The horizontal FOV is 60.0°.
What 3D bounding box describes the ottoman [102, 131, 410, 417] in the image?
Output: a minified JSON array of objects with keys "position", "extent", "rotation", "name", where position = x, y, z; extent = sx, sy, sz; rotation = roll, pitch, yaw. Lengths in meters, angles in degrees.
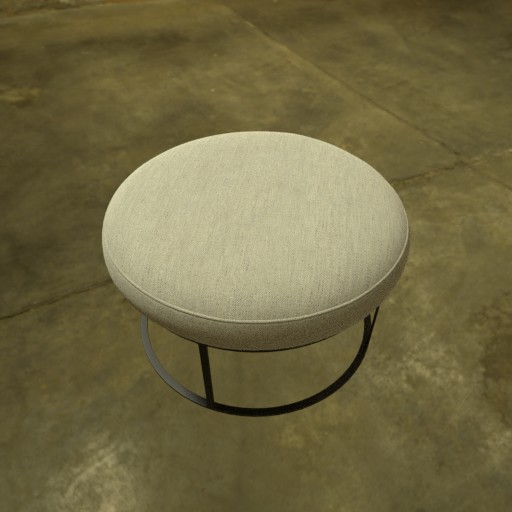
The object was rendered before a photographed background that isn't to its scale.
[{"position":[0.000,0.000,1.231],"extent":[0.769,0.459,0.769],"rotation":[0,43,0],"name":"ottoman"}]
